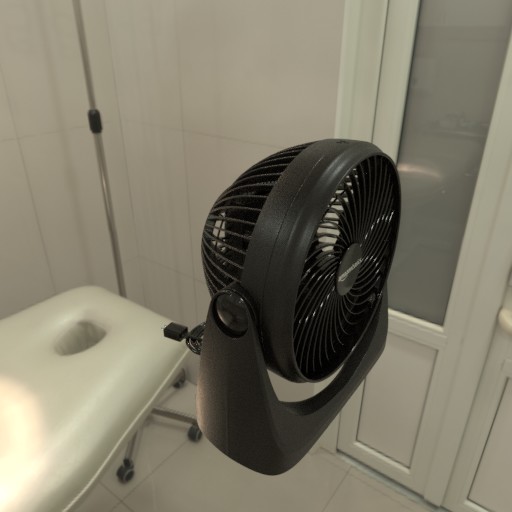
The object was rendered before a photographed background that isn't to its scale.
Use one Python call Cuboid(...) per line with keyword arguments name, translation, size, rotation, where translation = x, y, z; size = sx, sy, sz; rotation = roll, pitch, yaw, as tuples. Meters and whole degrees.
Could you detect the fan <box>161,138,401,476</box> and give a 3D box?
Cuboid(name="fan", translation=(0.000, 0.000, 0.492), size=(0.256, 0.277, 0.273), rotation=(19, 33, 32))
